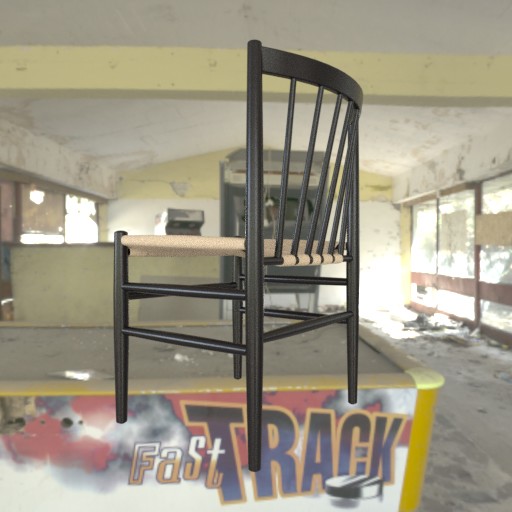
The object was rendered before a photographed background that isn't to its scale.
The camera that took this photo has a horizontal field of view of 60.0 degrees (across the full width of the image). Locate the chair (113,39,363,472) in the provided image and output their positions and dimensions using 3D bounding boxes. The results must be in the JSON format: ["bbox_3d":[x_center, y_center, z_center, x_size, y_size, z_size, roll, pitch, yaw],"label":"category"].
[{"bbox_3d":[0.000,0.000,1.124,0.516,0.818,0.495,0,1,36],"label":"chair"}]
